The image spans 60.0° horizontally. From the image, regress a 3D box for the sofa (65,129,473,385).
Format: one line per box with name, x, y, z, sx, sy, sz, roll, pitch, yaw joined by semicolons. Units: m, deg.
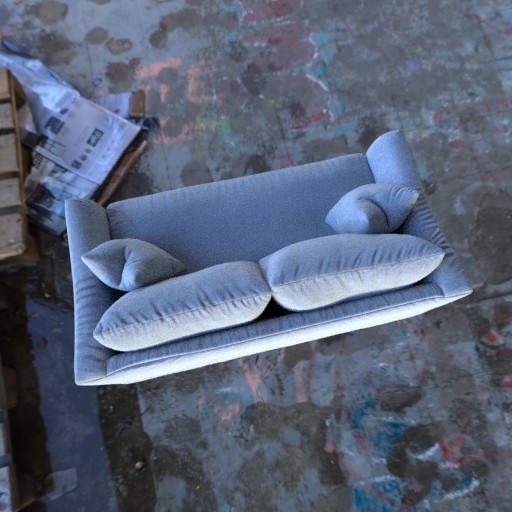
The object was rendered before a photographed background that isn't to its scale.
sofa;0.000;0.000;2.616;2.010;1.018;1.072;-13;75;-3
